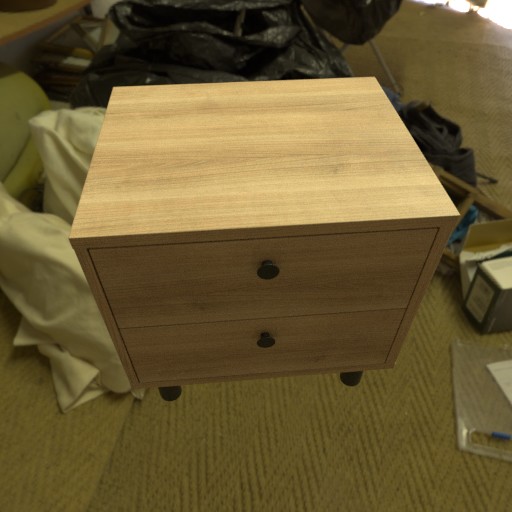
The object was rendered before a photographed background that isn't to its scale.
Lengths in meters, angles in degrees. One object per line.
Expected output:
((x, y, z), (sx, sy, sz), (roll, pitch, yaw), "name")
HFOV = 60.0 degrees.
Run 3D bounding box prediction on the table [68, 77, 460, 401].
((0.000, 0.000, 0.787), (0.445, 0.460, 0.380), (-4, 46, -3), "table")
